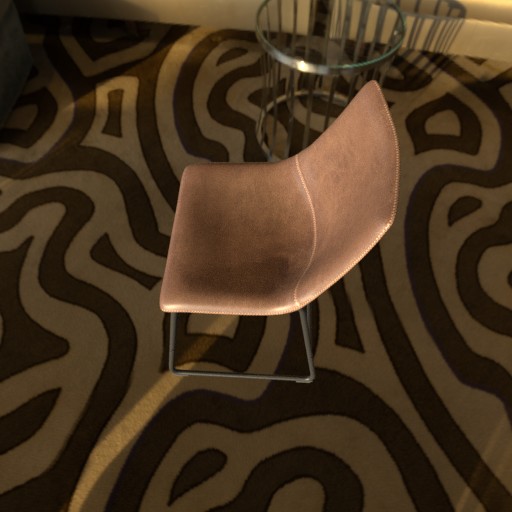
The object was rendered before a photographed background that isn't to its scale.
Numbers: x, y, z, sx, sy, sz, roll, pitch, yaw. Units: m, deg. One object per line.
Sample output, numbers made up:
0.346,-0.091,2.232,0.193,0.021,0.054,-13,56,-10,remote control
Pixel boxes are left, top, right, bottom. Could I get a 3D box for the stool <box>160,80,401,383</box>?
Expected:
0.000,0.000,1.225,0.550,0.890,0.460,3,59,2,stool
